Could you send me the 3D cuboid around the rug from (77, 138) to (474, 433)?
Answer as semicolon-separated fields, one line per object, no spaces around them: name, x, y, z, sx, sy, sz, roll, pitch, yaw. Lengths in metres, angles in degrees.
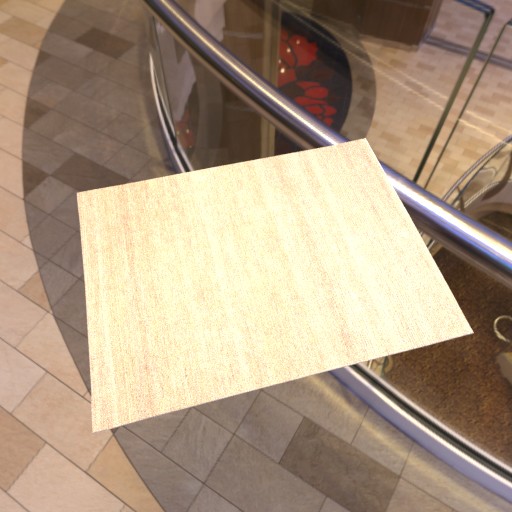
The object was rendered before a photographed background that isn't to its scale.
rug;0.000;0.000;4.220;3.245;0.046;2.467;-12;58;-8
